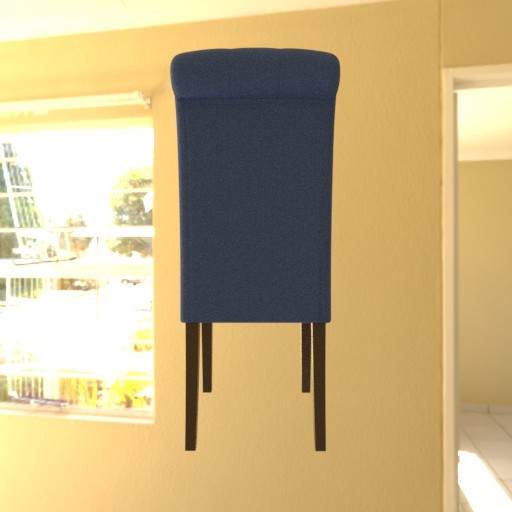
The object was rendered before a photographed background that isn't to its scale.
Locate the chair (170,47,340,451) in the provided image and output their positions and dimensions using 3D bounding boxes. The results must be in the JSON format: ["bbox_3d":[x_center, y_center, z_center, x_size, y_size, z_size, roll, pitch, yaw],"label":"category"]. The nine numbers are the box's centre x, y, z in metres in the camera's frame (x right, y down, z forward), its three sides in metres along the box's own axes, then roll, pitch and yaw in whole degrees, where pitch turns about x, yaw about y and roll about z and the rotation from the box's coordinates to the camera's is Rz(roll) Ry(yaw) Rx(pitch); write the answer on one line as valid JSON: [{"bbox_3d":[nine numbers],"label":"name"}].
[{"bbox_3d":[0.000,0.000,1.367,0.456,1.006,0.671,0,-1,0],"label":"chair"}]
